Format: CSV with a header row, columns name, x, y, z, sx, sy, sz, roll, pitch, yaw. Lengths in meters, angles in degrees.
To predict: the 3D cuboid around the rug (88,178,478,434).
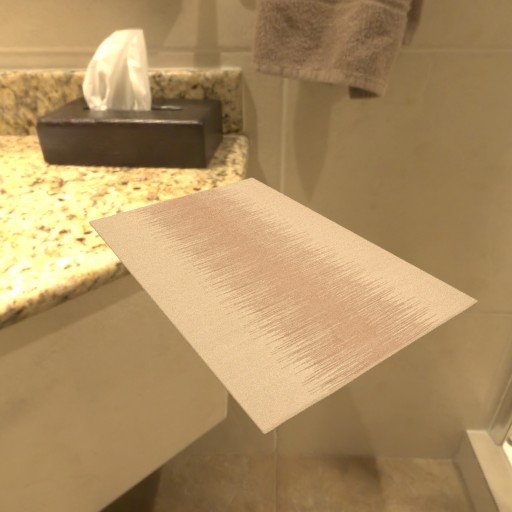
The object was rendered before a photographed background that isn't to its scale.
name,x,y,z,sx,sy,sz,roll,pitch,yaw
rug,0.000,0.000,2.398,1.234,0.006,1.850,-21,37,-29
